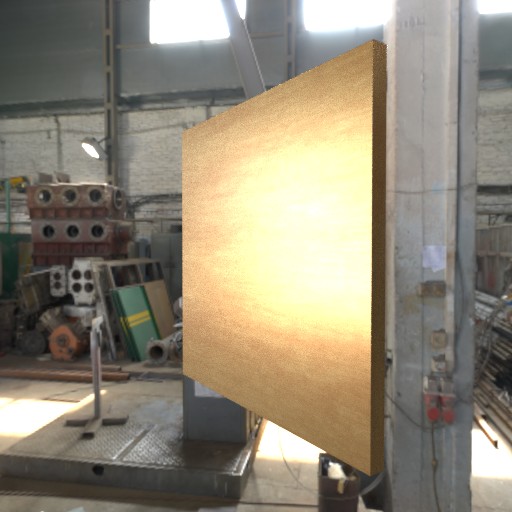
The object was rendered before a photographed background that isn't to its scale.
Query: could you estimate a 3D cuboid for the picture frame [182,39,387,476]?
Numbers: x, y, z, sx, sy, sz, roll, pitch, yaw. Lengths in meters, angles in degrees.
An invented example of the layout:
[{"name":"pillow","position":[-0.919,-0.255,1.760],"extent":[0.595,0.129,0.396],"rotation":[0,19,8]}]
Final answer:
[{"name":"picture frame","position":[0.000,0.000,1.092],"extent":[0.037,0.761,0.758],"rotation":[-1,2,-35]}]
